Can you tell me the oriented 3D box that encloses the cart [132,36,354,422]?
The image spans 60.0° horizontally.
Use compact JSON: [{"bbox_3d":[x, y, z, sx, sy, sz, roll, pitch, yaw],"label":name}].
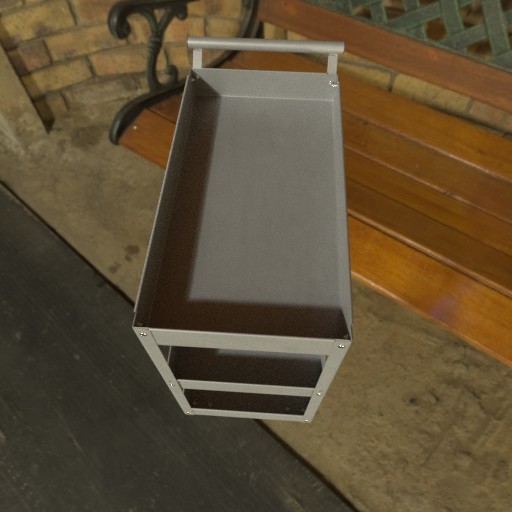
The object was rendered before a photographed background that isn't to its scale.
[{"bbox_3d":[0.000,0.000,1.173,0.366,0.780,0.719,3,58,2],"label":"cart"}]
